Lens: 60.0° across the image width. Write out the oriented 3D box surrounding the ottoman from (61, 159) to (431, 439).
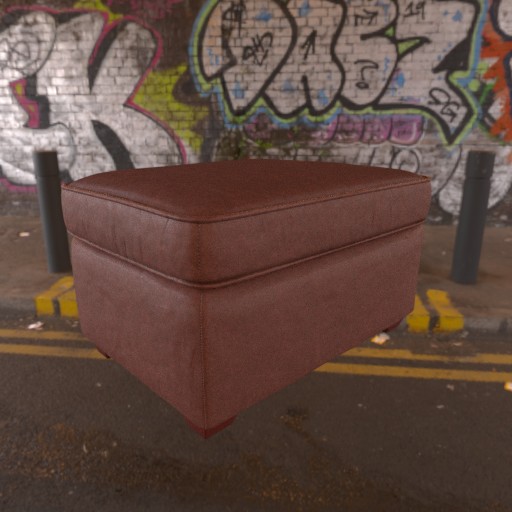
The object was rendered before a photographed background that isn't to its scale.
[{"bbox_3d":[0.000,0.000,1.087,0.749,0.449,0.548,-15,23,-41],"label":"ottoman"}]
